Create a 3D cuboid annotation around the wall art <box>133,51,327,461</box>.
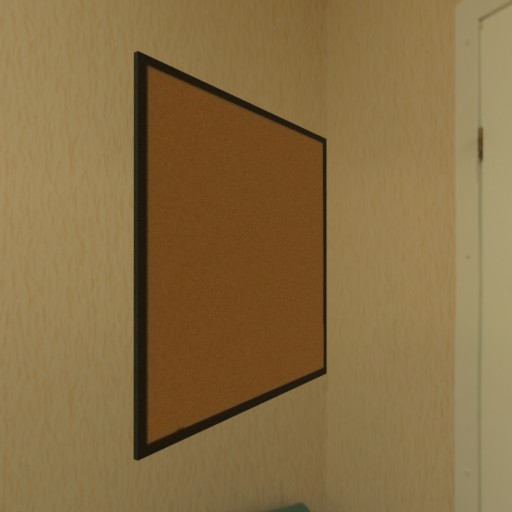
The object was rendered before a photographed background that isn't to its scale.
[{"bbox_3d":[0.000,0.000,1.227,0.013,0.823,0.823,0,0,36],"label":"wall art"}]
